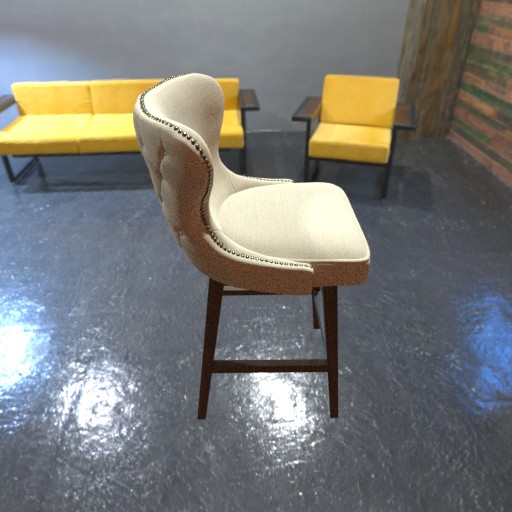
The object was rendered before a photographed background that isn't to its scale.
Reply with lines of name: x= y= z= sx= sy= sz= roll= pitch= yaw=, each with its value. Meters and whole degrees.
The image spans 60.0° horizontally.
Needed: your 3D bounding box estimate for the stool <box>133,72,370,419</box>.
stool: x=0.000 y=0.000 z=1.364 sx=0.597 sy=0.972 sz=0.615 roll=-1 pitch=33 yaw=-1
